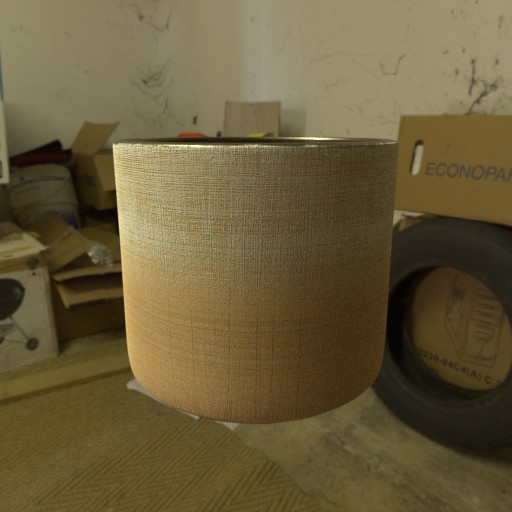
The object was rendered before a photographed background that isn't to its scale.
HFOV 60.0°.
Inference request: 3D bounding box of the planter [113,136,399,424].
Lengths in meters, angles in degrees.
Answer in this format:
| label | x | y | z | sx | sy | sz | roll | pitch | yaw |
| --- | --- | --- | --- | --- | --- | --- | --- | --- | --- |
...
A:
| label | x | y | z | sx | sy | sz | roll | pitch | yaw |
| --- | --- | --- | --- | --- | --- | --- | --- | --- | --- |
| planter | 0.000 | 0.000 | 0.432 | 0.254 | 0.221 | 0.254 | 0 | 16 | 0 |
